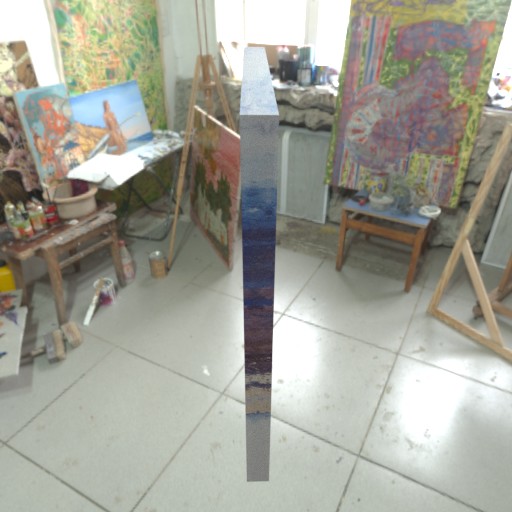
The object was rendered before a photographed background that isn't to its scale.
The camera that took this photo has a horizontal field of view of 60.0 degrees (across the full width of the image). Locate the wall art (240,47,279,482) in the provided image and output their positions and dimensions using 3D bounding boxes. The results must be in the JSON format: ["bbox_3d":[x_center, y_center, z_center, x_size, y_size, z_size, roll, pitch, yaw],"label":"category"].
[{"bbox_3d":[0.000,0.000,0.739,0.036,0.581,0.437,0,33,-1],"label":"wall art"}]
